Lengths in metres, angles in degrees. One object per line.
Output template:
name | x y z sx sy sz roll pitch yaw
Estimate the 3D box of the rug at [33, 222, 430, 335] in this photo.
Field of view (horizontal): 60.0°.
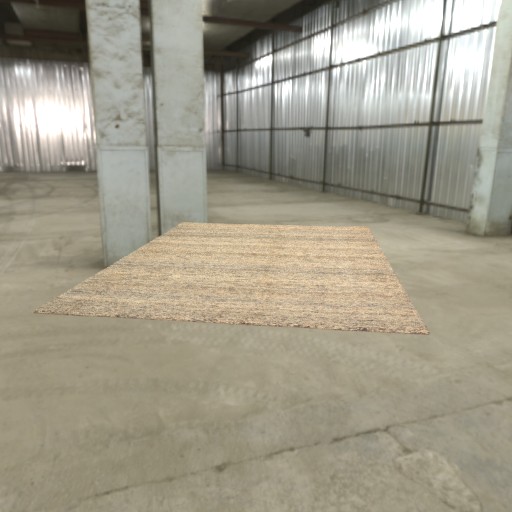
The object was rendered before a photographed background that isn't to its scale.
rug | 0.000 0.000 4.179 2.414 0.036 3.199 2 15 8
